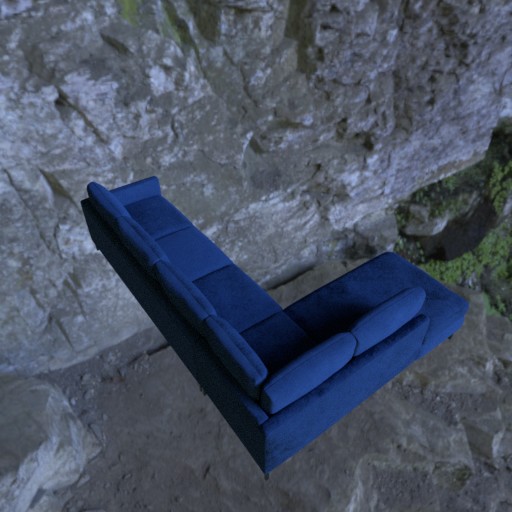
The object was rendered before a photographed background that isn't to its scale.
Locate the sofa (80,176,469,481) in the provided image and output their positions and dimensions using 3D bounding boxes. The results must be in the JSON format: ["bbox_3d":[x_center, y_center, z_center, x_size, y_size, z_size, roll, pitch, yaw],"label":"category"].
[{"bbox_3d":[0.000,0.000,3.873,2.007,0.815,2.949,-26,47,-27],"label":"sofa"}]
